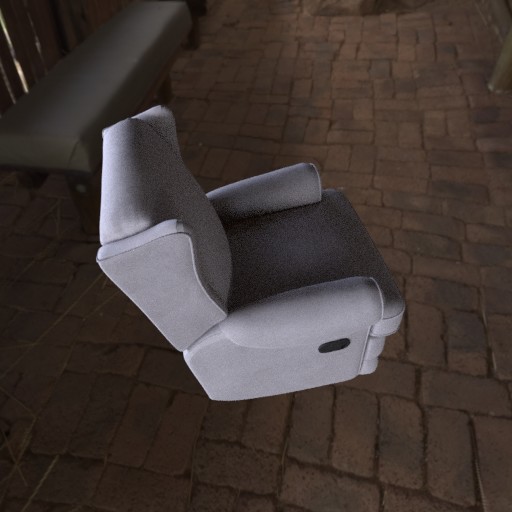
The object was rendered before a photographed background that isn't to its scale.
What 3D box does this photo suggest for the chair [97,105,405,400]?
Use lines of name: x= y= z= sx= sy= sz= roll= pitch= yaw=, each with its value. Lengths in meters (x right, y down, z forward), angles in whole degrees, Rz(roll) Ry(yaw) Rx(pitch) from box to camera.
chair: x=0.000 y=0.000 z=1.711 sx=0.969 sy=1.011 sz=0.847 roll=-9 pitch=47 yaw=-8
